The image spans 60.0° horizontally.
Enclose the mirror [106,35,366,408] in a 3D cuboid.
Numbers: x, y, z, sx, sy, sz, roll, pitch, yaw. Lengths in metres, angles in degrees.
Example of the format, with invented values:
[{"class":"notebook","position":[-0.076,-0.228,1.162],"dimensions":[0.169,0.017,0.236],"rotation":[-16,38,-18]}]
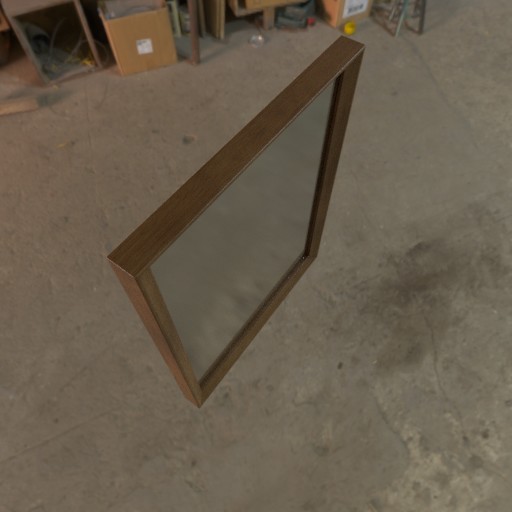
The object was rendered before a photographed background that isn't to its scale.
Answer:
[{"class":"mirror","position":[0.000,0.000,0.688],"dimensions":[0.041,0.509,0.406],"rotation":[32,64,18]}]
